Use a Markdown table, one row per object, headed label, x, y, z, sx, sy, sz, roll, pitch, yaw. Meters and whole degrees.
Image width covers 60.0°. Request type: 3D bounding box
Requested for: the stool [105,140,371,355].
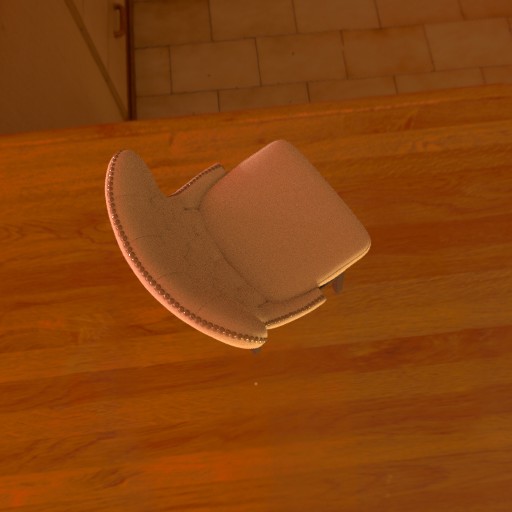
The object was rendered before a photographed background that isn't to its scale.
| label | x | y | z | sx | sy | sz | roll | pitch | yaw |
| --- | --- | --- | --- | --- | --- | --- | --- | --- | --- |
| stool | 0.000 | 0.000 | 1.421 | 0.605 | 1.066 | 0.528 | -35 | 77 | -9 |
